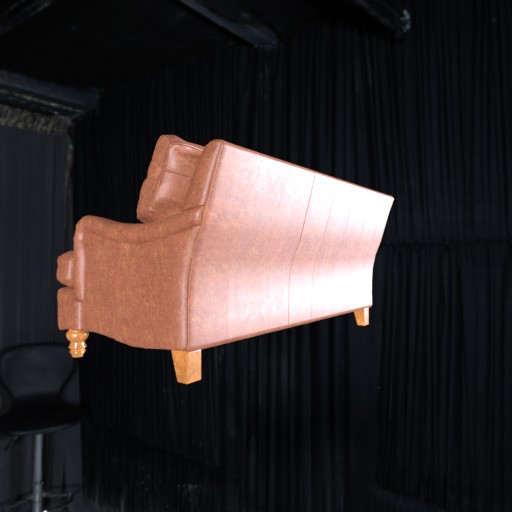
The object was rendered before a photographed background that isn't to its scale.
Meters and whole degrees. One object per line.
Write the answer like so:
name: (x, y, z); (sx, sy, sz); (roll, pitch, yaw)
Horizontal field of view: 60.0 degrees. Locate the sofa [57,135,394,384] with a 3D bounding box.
sofa: (0.000, 0.000, 2.877); (1.147, 1.071, 2.144); (0, 0, 36)
